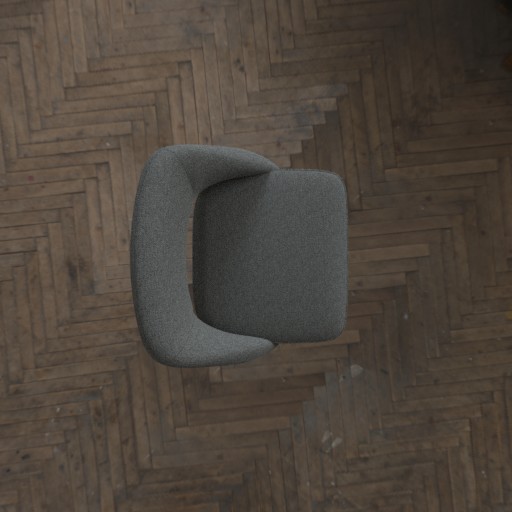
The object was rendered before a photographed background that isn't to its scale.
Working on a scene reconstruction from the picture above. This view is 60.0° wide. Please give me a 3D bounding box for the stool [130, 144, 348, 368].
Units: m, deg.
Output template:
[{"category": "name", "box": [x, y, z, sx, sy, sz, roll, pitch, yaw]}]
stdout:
[{"category": "stool", "box": [0.000, 0.000, 1.406, 0.524, 1.089, 0.536, 0, 90, -1]}]
